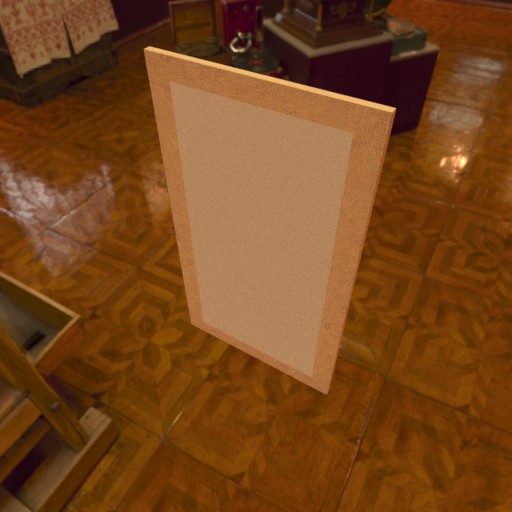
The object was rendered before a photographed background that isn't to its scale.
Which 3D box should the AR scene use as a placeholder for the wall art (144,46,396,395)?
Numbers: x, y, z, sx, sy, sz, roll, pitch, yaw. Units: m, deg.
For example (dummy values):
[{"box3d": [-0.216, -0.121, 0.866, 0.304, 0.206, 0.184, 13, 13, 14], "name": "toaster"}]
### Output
[{"box3d": [0.000, 0.000, 0.834, 0.381, 0.683, 0.013, 23, 50, 21], "name": "wall art"}]
